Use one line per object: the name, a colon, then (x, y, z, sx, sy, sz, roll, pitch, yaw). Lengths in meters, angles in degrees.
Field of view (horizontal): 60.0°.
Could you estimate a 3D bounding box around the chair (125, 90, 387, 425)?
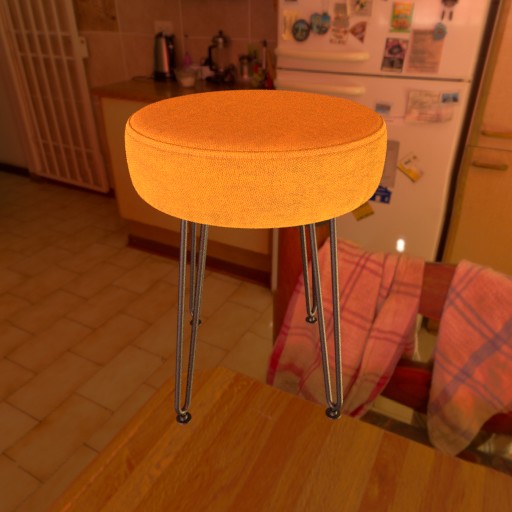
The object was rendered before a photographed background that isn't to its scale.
chair: (0.000, 0.000, 0.698, 0.345, 0.455, 0.345, -1, 30, -2)
